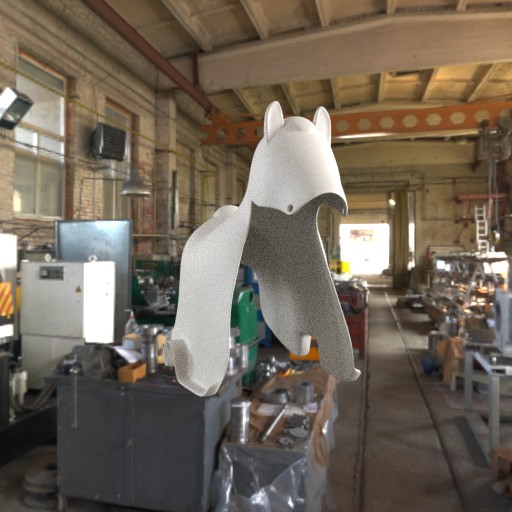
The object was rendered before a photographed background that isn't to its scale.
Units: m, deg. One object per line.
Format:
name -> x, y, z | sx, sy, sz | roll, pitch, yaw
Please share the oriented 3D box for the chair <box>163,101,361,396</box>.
chair -> 0.000, 0.000, 1.145 | 0.429, 0.612, 0.800 | 0, 0, -19
